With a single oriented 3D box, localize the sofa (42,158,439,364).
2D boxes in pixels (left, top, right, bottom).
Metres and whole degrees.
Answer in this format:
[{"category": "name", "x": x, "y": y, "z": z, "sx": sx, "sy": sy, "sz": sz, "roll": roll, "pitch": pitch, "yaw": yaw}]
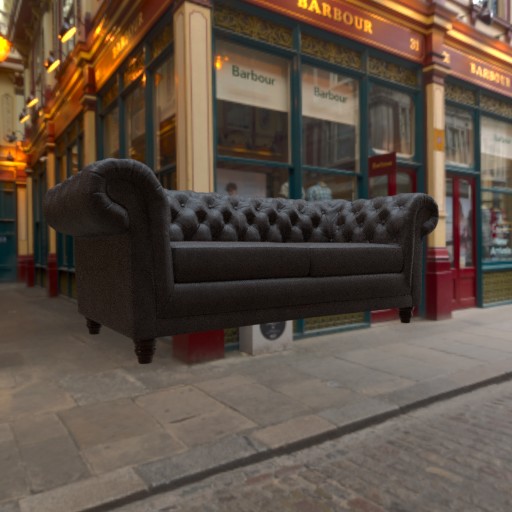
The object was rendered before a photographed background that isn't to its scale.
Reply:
[{"category": "sofa", "x": 0.000, "y": 0.000, "z": 2.445, "sx": 2.048, "sy": 0.779, "sz": 0.944, "roll": -1, "pitch": 1, "yaw": -35}]
